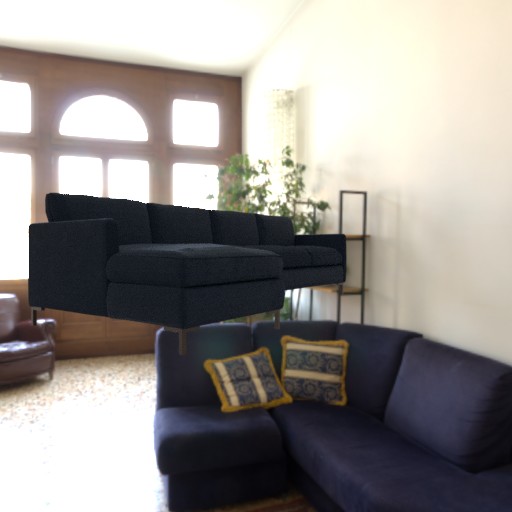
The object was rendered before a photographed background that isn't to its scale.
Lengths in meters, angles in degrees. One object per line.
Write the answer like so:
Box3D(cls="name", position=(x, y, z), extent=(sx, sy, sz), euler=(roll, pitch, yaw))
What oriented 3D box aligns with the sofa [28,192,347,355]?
Box3D(cls="sofa", position=(0.000, 0.000, 2.876), extent=(1.128, 0.679, 2.450), euler=(1, 1, 35))
